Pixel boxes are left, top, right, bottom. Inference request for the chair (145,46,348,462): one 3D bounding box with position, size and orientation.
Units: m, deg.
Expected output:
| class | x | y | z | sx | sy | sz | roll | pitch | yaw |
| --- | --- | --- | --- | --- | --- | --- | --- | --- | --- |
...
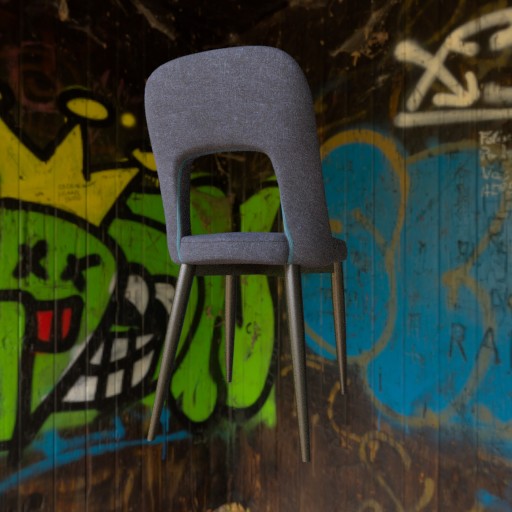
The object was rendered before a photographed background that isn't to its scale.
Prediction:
| class | x | y | z | sx | sy | sz | roll | pitch | yaw |
| --- | --- | --- | --- | --- | --- | --- | --- | --- | --- |
| chair | 0.000 | 0.000 | 1.269 | 0.470 | 0.931 | 0.612 | 0 | 0 | 19 |
